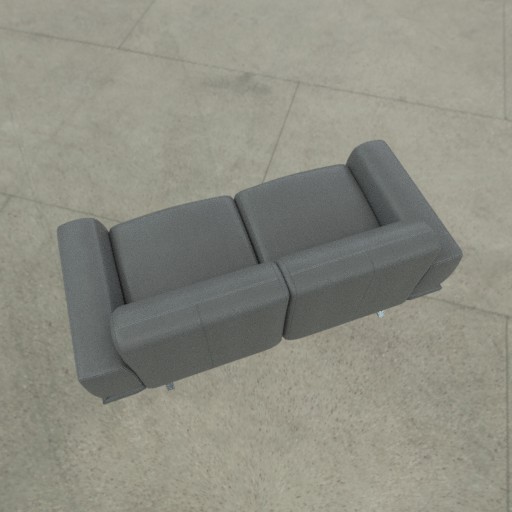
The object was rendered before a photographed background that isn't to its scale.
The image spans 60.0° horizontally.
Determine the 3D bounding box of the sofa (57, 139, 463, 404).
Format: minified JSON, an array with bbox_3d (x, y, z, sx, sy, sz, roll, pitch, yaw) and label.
[{"bbox_3d":[0.000,0.000,2.362,1.901,0.772,0.900,-17,60,-10],"label":"sofa"}]
